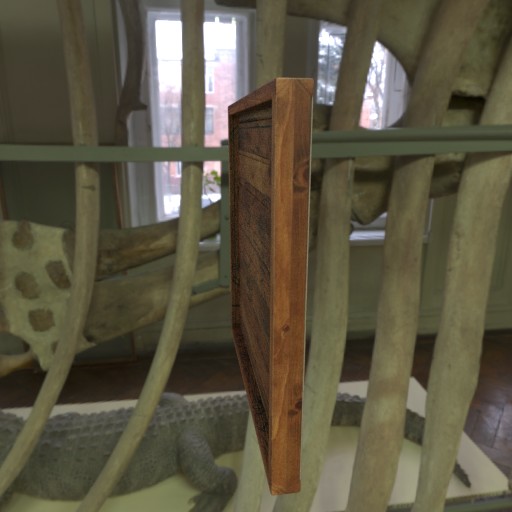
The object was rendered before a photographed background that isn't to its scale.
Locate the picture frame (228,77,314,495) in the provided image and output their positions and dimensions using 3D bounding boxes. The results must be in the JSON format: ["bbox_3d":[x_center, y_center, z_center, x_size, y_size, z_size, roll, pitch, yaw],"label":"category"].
[{"bbox_3d":[0.000,0.000,0.525,0.028,0.356,0.352,-2,16,-9],"label":"picture frame"}]
